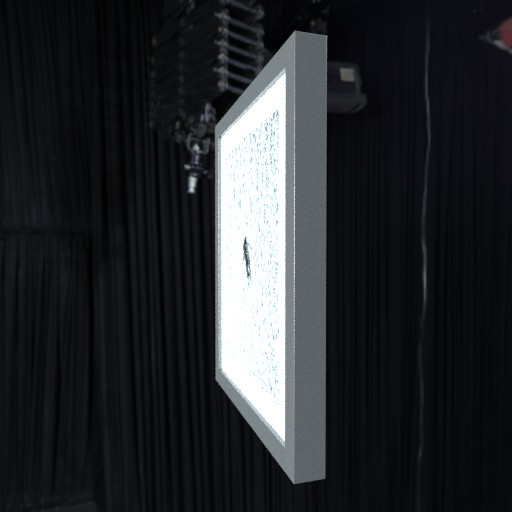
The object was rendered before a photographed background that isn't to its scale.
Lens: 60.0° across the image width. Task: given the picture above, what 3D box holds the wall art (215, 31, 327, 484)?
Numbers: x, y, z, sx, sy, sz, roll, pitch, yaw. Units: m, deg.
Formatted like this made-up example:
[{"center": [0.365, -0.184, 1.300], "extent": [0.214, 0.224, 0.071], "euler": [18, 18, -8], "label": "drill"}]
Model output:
[{"center": [0.000, 0.000, 0.522], "extent": [0.030, 0.379, 0.308], "euler": [0, 1, -18], "label": "wall art"}]
